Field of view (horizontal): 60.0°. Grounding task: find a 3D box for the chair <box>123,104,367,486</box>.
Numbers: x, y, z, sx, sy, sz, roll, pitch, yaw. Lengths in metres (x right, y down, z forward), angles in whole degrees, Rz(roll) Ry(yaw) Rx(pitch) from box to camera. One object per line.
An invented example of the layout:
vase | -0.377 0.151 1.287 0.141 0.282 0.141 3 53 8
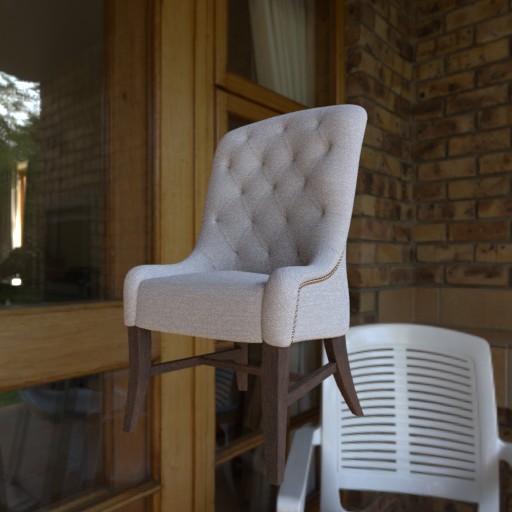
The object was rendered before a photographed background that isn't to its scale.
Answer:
chair | 0.000 0.000 1.467 0.634 1.091 0.629 0 -1 36
